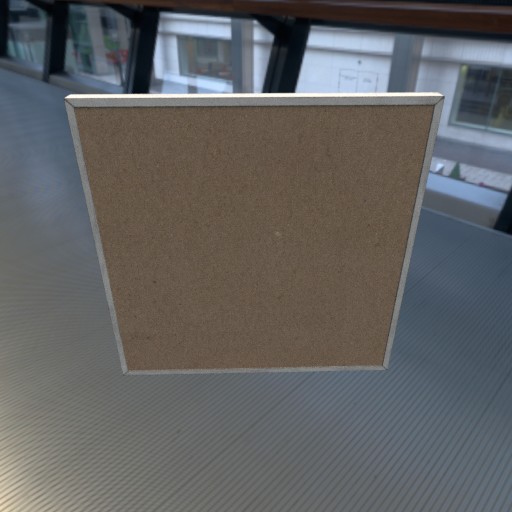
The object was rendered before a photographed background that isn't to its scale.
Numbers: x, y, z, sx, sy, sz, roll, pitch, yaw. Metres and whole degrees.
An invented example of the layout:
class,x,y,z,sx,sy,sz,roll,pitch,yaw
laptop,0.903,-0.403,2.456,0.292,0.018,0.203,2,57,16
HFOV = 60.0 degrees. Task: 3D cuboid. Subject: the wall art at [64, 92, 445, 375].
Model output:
class,x,y,z,sx,sy,sz,roll,pitch,yaw
wall art,0.000,0.000,1.097,0.762,0.762,0.038,-1,31,-1
